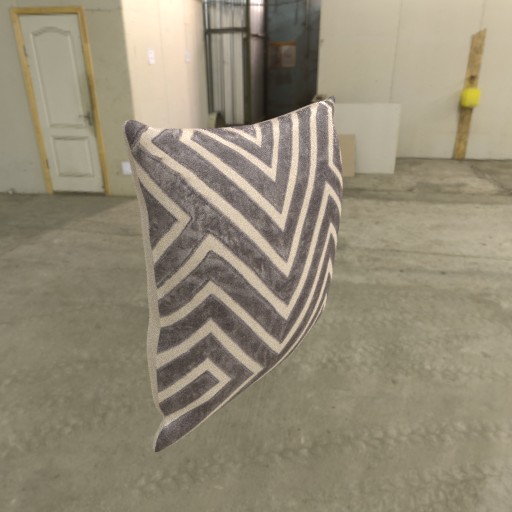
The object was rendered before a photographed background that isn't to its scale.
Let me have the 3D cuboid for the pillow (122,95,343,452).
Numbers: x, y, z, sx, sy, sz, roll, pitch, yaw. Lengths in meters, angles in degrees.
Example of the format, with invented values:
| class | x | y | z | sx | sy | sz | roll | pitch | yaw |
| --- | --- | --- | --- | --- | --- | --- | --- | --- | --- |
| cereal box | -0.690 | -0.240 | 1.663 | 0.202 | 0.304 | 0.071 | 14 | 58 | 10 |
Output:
| class | x | y | z | sx | sy | sz | roll | pitch | yaw |
| --- | --- | --- | --- | --- | --- | --- | --- | --- | --- |
| pillow | 0.000 | 0.000 | 0.669 | 0.182 | 0.441 | 0.440 | 18 | 30 | 33 |
